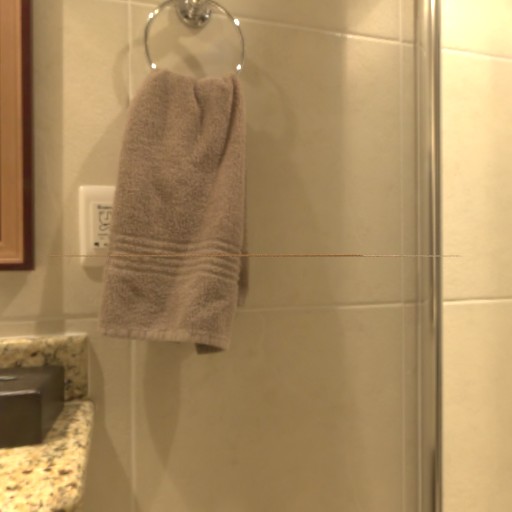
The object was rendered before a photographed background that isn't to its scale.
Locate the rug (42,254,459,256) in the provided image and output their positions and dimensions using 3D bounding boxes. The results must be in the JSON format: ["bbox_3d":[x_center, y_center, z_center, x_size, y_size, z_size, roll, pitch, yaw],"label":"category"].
[{"bbox_3d":[0.000,0.000,4.140,3.143,0.008,2.451,0,0,36],"label":"rug"}]
